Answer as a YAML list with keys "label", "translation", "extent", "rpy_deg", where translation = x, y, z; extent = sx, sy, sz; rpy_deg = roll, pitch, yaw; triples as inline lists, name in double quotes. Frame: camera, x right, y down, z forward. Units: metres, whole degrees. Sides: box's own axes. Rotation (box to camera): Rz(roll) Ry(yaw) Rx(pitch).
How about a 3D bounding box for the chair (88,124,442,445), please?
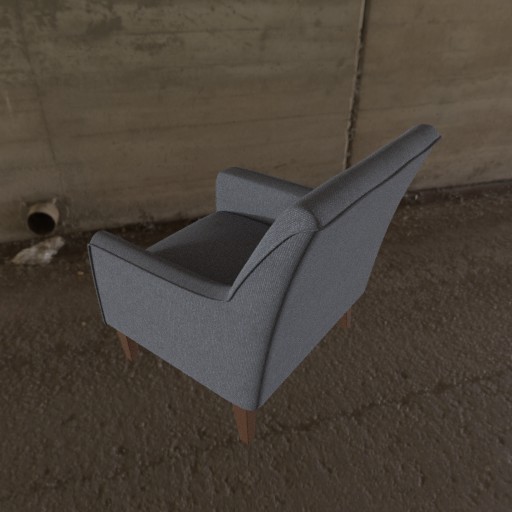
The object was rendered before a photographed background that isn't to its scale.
- label: "chair"
  translation: [0.000, 0.000, 1.586]
  extent: [0.899, 0.919, 0.780]
  rpy_deg: [22, 39, 30]
